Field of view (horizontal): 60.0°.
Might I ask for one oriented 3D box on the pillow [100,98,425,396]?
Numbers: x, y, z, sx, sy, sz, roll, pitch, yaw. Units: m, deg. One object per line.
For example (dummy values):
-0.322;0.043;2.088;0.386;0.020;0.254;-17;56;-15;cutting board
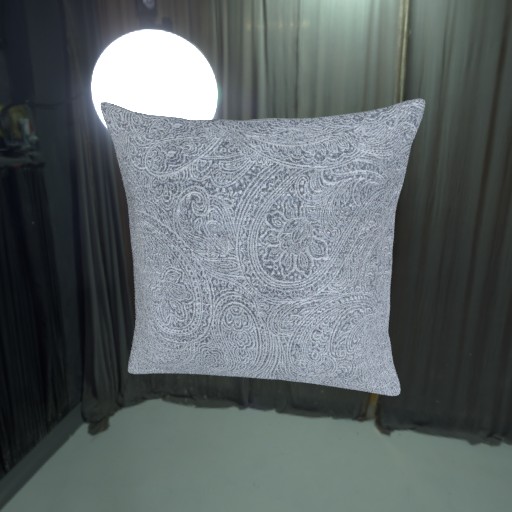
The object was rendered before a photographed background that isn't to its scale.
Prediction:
0.000;0.000;0.767;0.523;0.510;0.166;3;16;9;pillow
